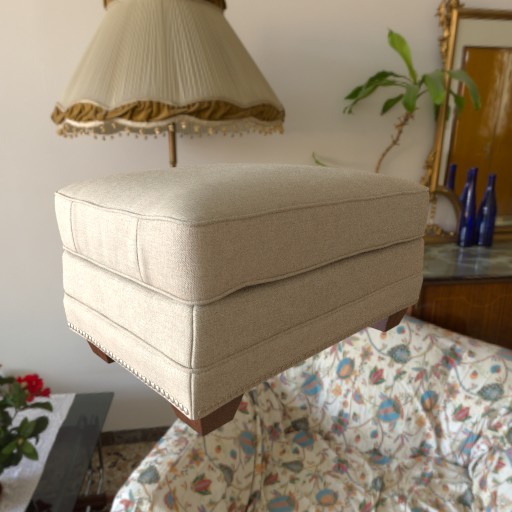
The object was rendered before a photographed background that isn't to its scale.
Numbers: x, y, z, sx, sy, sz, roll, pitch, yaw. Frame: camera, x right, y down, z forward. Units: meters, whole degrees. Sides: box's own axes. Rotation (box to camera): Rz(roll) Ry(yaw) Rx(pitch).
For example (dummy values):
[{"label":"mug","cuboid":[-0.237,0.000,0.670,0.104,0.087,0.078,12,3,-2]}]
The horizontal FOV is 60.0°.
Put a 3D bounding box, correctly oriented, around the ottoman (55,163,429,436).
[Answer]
[{"label":"ottoman","cuboid":[0.000,0.000,1.133,0.813,0.458,0.559,-14,21,-42]}]
